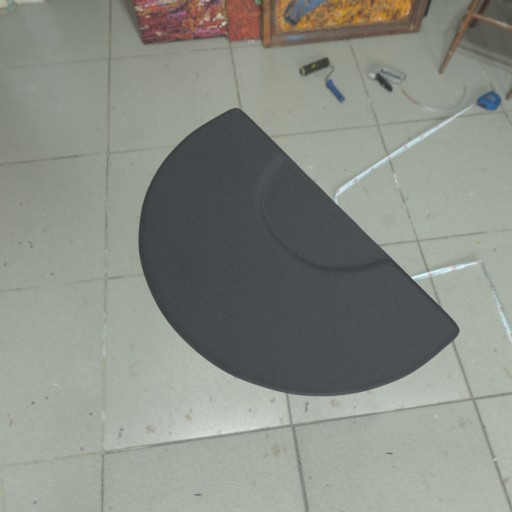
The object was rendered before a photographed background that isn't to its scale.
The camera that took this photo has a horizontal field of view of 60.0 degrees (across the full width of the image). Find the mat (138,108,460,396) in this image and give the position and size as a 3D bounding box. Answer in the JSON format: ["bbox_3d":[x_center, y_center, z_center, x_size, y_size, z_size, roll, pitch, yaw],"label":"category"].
[{"bbox_3d":[0.000,0.000,1.902,0.917,0.016,1.525,-34,68,-16],"label":"mat"}]
